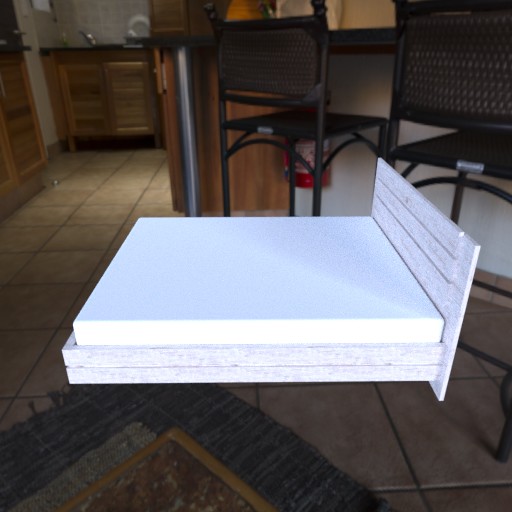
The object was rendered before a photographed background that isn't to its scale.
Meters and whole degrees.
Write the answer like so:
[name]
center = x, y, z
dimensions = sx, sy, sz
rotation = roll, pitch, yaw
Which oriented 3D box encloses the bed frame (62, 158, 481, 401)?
[bed frame]
center = 0.000, 0.000, 3.052
dimensions = 2.080, 0.970, 1.750
rotation = 0, 26, -1
